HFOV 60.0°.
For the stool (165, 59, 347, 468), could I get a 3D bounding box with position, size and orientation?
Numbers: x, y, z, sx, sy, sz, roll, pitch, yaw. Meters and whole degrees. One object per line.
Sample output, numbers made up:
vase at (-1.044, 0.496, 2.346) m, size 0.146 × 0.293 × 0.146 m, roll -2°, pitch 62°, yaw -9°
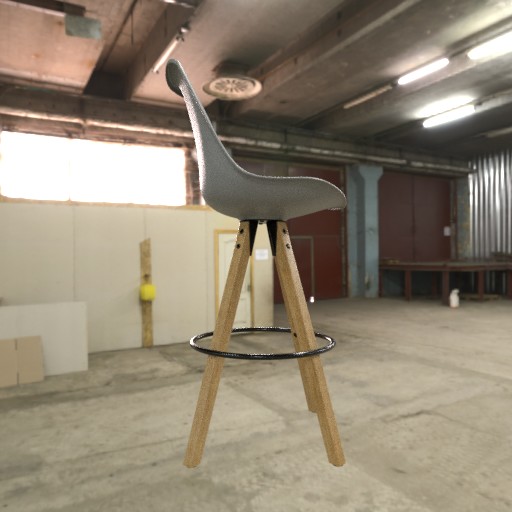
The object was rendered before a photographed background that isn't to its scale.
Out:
stool at (0.000, 0.000, 1.386) m, size 0.550 × 1.115 × 0.485 m, roll 0°, pitch 0°, yaw -1°
